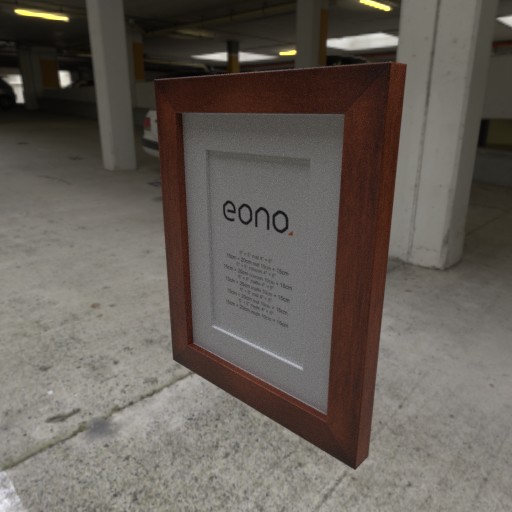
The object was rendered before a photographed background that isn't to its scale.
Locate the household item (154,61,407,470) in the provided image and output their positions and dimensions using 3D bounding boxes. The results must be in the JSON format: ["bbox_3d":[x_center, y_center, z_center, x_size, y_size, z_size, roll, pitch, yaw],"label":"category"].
[{"bbox_3d":[0.000,0.000,0.328,0.200,0.250,0.020,16,24,41],"label":"household item"}]
